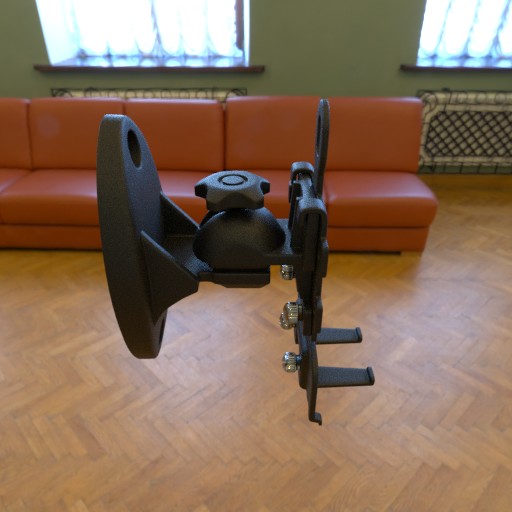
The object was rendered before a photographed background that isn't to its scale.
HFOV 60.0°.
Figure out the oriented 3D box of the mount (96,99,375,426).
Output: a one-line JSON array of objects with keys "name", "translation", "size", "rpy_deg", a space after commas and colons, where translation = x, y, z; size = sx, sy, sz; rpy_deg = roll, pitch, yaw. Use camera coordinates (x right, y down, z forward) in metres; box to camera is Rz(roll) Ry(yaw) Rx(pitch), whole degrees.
[{"name": "mount", "translation": [0.000, 0.000, 0.173], "size": [0.100, 0.118, 0.066], "rpy_deg": [0, 32, 0]}]
